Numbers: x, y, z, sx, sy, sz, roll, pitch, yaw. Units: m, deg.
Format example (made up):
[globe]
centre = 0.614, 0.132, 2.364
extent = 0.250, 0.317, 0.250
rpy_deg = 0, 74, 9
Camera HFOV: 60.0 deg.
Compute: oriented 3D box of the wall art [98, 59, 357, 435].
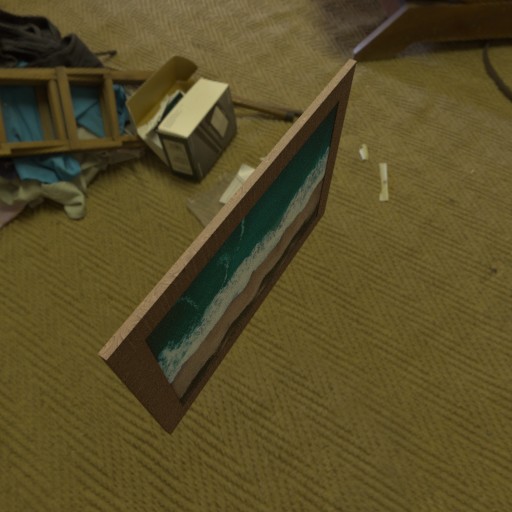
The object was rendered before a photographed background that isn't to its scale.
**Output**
[wall art]
centre = 0.000, 0.000, 1.177
extent = 0.019, 0.626, 0.917
rpy_deg = 28, 62, 17
